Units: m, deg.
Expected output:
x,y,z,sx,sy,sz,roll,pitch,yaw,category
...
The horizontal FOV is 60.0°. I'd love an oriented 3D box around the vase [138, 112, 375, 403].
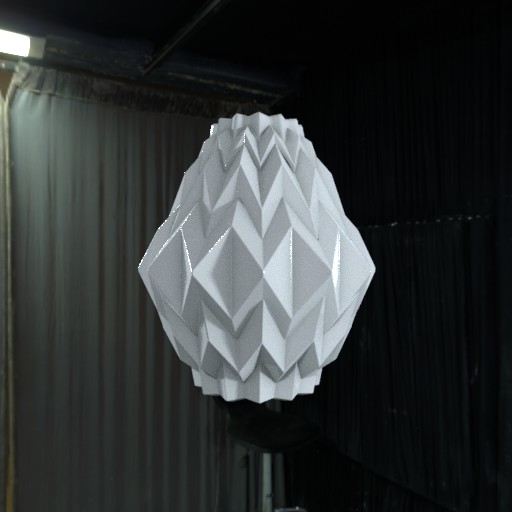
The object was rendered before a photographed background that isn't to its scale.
x,y,z,sx,sy,sz,roll,pitch,yaw,category
0.000,0.000,0.315,0.164,0.185,0.164,0,0,0,vase
